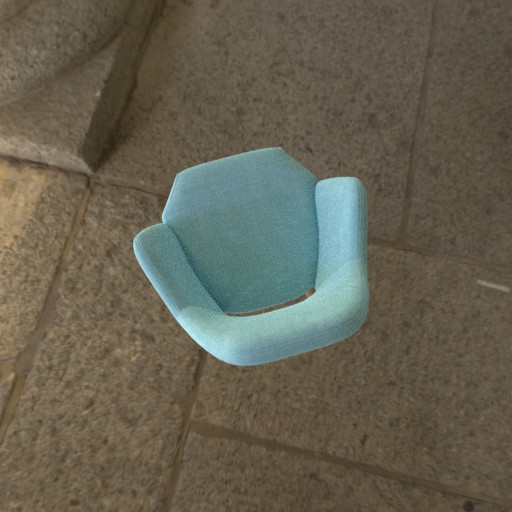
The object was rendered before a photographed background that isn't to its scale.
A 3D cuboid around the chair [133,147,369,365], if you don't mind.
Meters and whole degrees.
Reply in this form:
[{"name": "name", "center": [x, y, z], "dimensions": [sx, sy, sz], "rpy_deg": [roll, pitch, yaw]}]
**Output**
[{"name": "chair", "center": [0.000, 0.000, 1.281], "dimensions": [0.590, 0.840, 0.610], "rpy_deg": [-15, 76, -4]}]
